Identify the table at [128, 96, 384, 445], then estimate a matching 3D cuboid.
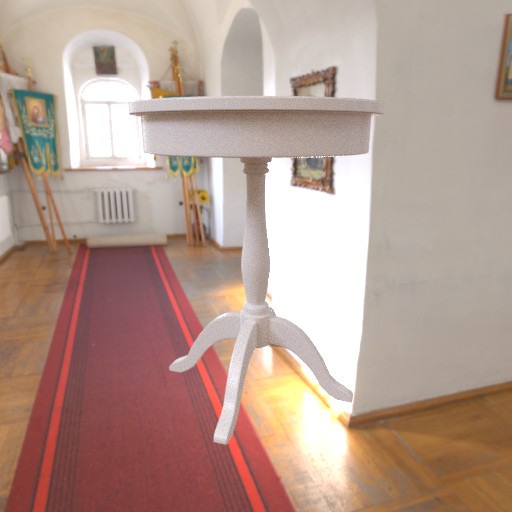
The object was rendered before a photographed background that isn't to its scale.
[{"bbox_3d":[0.000,0.000,1.008,0.513,0.653,0.513,0,16,0],"label":"table"}]
